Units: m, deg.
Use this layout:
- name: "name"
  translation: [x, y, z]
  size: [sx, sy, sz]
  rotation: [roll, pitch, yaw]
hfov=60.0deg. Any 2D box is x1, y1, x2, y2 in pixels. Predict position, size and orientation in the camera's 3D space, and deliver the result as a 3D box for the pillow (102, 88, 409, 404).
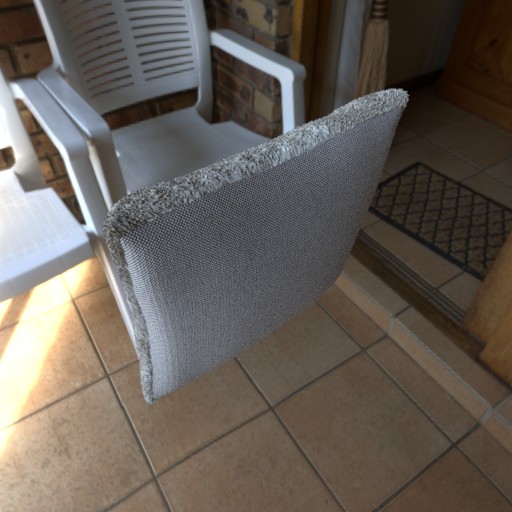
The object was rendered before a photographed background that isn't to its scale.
- name: "pillow"
  translation: [0.000, 0.000, 0.795]
  size: [0.529, 0.515, 0.218]
  rotation: [-30, 52, -26]
